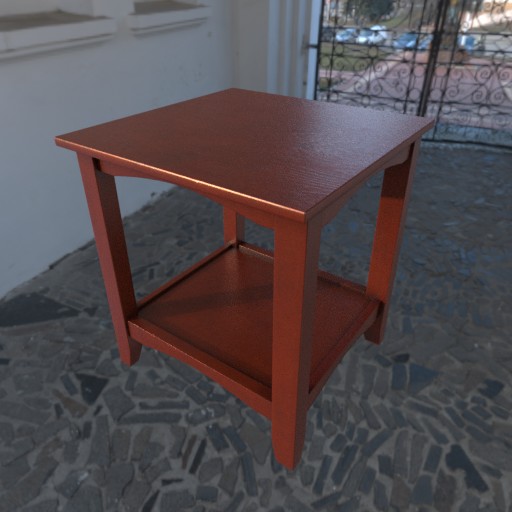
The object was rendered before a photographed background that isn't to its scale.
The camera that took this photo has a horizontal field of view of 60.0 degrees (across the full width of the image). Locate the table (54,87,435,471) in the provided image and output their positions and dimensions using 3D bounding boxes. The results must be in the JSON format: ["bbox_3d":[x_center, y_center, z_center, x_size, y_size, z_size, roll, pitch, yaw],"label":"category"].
[{"bbox_3d":[0.000,0.000,0.963,0.523,0.558,0.522,23,39,32],"label":"table"}]
